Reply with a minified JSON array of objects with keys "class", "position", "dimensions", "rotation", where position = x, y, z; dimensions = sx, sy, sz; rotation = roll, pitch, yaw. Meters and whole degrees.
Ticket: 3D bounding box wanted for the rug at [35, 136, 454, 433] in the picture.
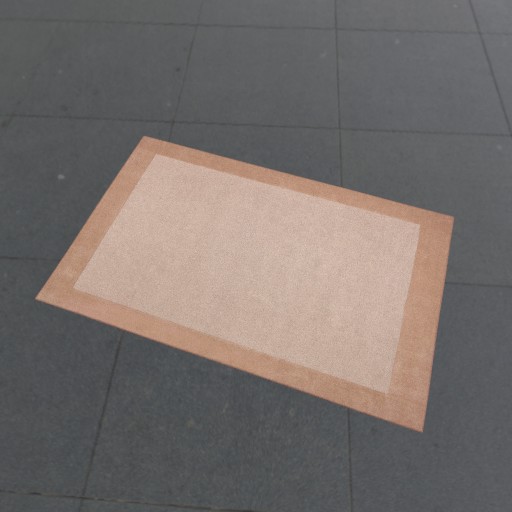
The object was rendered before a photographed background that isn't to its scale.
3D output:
[{"class":"rug","position":[0.000,0.000,2.974],"dimensions":[2.438,0.014,1.524],"rotation":[17,61,10]}]
